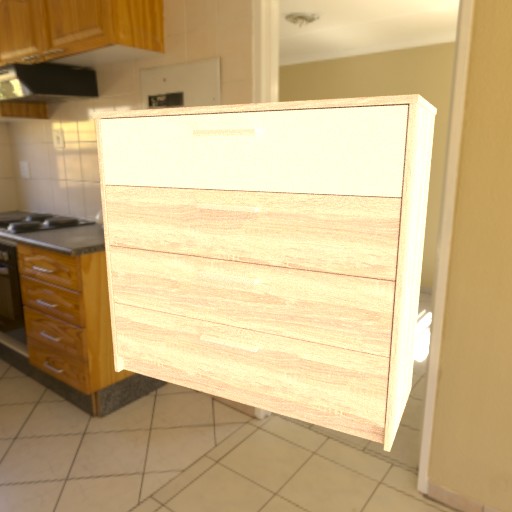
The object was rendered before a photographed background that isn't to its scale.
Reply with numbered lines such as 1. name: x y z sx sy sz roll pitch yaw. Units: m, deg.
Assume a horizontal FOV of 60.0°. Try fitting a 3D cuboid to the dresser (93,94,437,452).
1. dresser: 0.000 0.000 1.438 0.980 0.900 0.380 7 15 27
